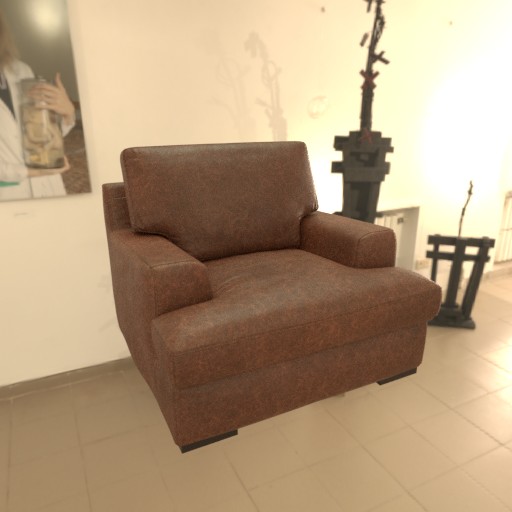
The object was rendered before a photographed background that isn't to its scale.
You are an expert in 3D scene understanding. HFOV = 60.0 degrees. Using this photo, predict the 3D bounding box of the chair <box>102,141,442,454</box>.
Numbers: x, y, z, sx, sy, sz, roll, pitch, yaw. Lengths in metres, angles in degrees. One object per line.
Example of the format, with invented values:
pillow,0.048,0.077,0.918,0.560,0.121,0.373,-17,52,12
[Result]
chair,0.000,0.000,1.993,1.168,0.939,1.143,-9,20,-25
